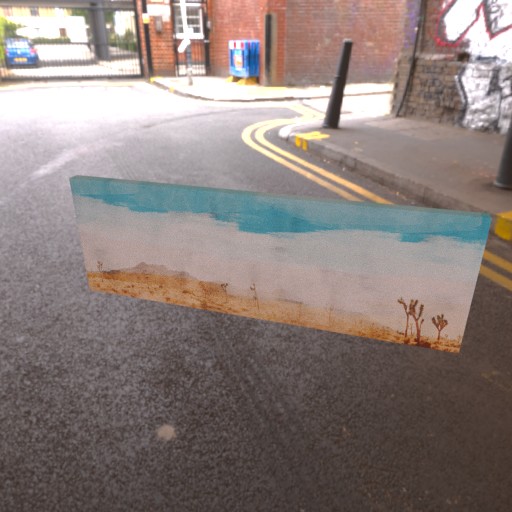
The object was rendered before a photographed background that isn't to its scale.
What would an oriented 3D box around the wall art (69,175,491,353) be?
[{"bbox_3d":[0.000,0.000,0.843,0.759,0.254,0.044,8,27,15],"label":"wall art"}]
